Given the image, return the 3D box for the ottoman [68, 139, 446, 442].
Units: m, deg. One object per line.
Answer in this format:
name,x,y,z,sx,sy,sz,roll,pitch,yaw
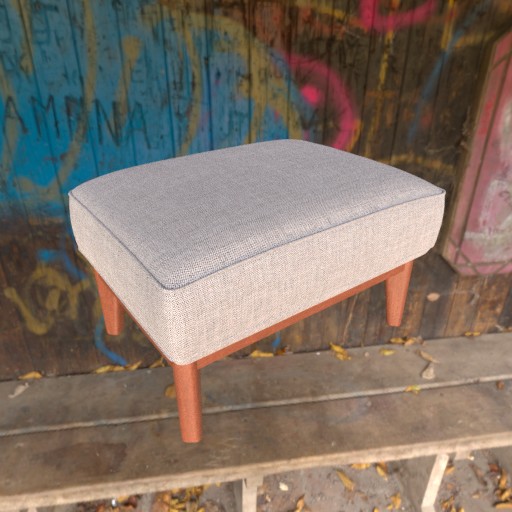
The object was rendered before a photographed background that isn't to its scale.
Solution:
ottoman,0.000,0.000,1.119,0.750,0.458,0.555,-19,34,-31
